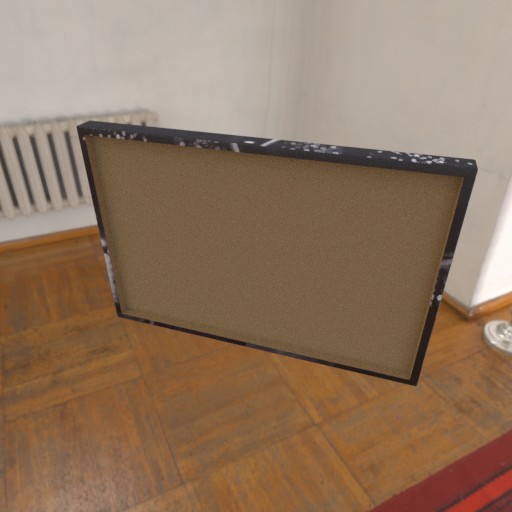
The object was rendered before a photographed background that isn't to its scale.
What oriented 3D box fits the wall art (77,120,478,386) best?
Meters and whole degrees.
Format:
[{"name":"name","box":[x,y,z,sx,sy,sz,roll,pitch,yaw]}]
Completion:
[{"name":"wall art","box":[0.000,0.000,0.769,0.609,0.406,0.037,10,34,15]}]
